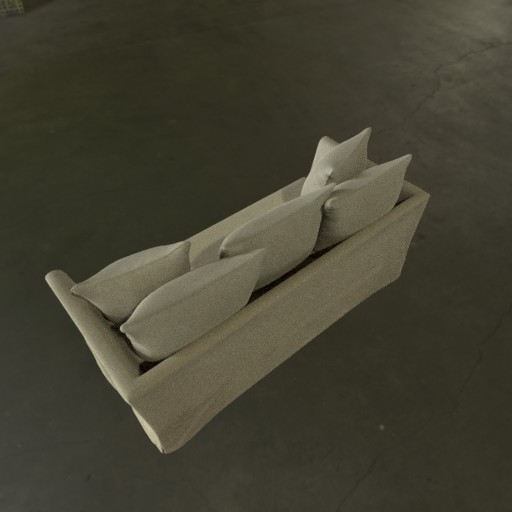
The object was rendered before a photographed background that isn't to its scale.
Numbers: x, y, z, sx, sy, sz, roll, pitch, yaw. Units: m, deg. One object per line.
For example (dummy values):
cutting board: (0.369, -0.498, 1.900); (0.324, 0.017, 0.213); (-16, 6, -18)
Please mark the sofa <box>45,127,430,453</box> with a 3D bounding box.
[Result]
sofa: (0.000, 0.000, 2.891); (2.290, 1.034, 1.031); (-31, 54, -26)
